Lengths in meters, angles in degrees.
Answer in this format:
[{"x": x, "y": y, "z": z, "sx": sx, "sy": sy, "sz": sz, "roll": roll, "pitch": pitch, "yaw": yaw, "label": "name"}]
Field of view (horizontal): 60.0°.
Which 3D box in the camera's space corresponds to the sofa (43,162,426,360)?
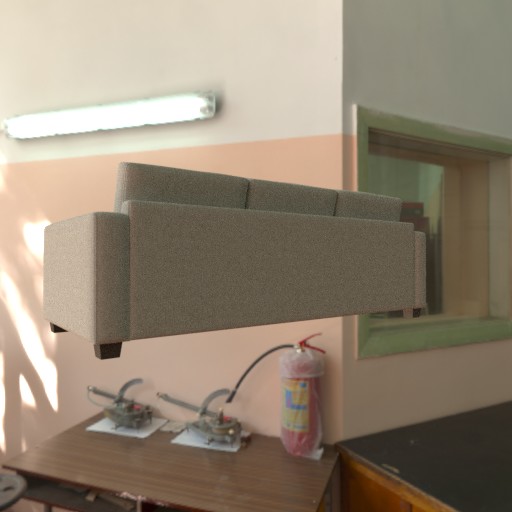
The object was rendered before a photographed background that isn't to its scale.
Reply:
[{"x": 0.000, "y": 0.000, "z": 2.628, "sx": 2.160, "sy": 0.800, "sz": 0.900, "roll": 0, "pitch": 0, "yaw": -37, "label": "sofa"}]
